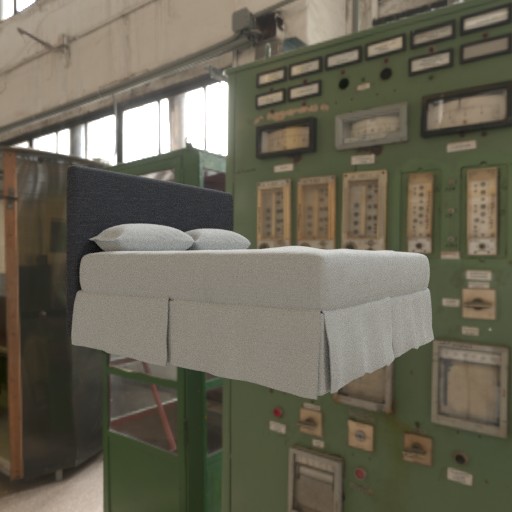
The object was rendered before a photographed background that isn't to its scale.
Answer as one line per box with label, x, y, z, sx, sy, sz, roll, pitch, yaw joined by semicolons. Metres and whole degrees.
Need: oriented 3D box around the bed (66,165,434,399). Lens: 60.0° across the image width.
bed;0.000;0.000;3.315;2.142;1.330;1.884;0;0;36
